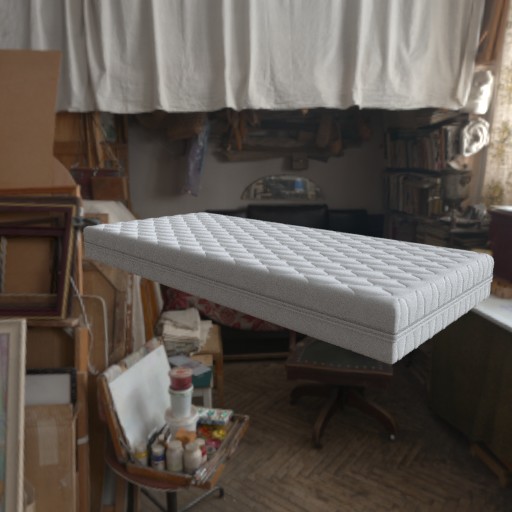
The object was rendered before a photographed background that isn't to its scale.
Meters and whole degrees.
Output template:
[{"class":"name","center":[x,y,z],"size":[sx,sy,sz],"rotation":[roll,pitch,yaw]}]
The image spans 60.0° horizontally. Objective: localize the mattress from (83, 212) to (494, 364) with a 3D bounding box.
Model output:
[{"class":"mattress","center":[0.000,0.000,2.284],"size":[2.000,0.200,0.900],"rotation":[13,18,43]}]
